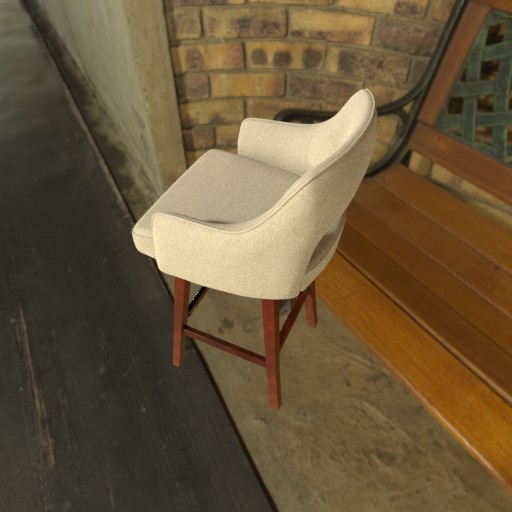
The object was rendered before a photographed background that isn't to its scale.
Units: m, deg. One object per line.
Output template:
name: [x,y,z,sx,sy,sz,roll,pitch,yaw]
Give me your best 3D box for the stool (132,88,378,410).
stool: [0.000,0.000,1.404,0.560,1.041,0.550,18,49,17]
